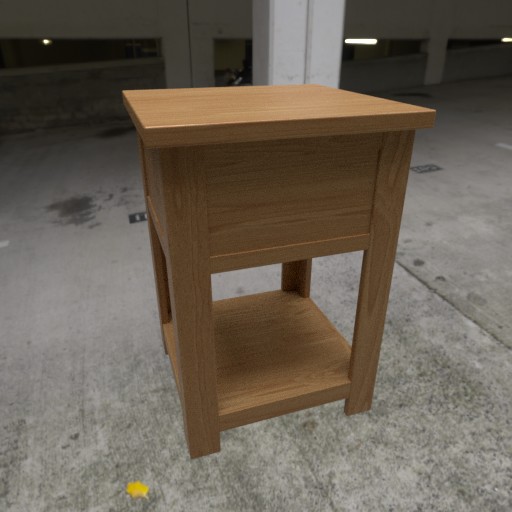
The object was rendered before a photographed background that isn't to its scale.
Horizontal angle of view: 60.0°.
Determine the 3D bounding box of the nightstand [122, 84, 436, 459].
[{"bbox_3d":[0.000,0.000,0.911,0.428,0.614,0.418,-9,28,-17],"label":"nightstand"}]
